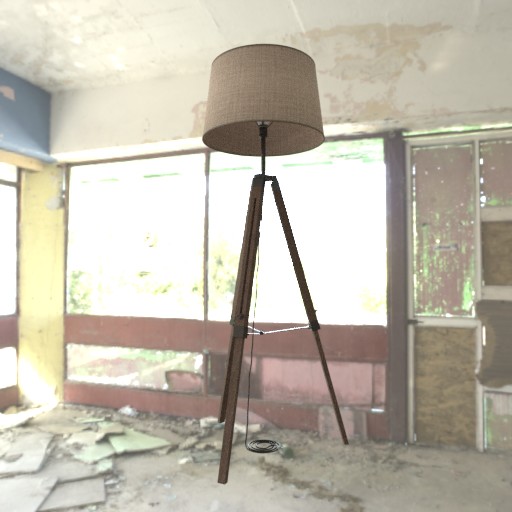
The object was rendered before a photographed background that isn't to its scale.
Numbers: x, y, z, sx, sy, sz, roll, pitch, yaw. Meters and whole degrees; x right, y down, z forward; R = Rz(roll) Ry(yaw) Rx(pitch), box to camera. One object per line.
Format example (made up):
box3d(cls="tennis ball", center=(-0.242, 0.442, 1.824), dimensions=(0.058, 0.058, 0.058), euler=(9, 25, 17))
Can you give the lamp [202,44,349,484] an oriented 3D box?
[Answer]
box3d(cls="lamp", center=(0.000, 0.000, 1.817), dimensions=(0.604, 1.510, 0.587), euler=(1, -2, -36))
